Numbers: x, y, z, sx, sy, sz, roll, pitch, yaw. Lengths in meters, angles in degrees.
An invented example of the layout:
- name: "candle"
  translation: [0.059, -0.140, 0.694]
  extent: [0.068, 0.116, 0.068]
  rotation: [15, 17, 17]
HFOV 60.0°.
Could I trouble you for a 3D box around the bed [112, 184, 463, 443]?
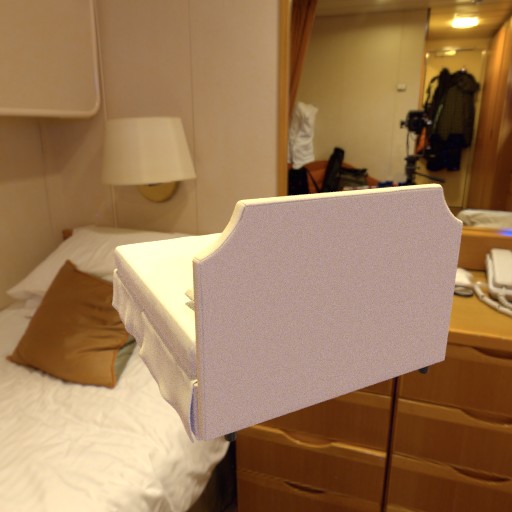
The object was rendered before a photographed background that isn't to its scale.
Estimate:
- name: "bed"
  translation: [0.000, 0.000, 4.259]
  extent: [2.350, 1.590, 2.773]
  rotation: [-9, 19, -26]
